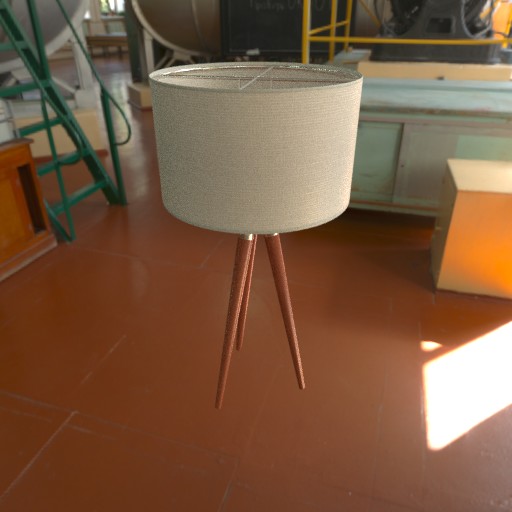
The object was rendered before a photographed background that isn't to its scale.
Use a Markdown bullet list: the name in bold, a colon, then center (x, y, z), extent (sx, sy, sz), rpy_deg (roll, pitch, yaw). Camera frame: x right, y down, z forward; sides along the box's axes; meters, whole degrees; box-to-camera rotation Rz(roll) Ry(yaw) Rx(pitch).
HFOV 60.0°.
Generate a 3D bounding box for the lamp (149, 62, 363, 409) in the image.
- **lamp**: center (0.000, 0.000, 0.922), extent (0.354, 0.709, 0.355), rpy_deg (-21, 35, -33)
